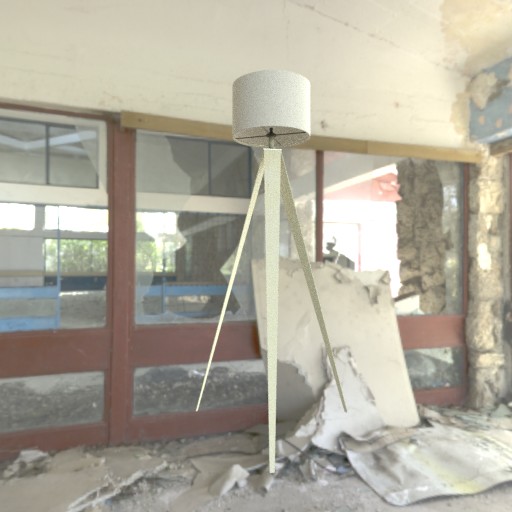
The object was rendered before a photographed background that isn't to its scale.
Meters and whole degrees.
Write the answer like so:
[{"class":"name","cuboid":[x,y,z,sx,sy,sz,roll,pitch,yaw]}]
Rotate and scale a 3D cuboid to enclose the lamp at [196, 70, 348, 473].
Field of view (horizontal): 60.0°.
[{"class":"lamp","cuboid":[0.000,0.000,1.950,0.716,1.524,0.724,0,-1,18]}]
